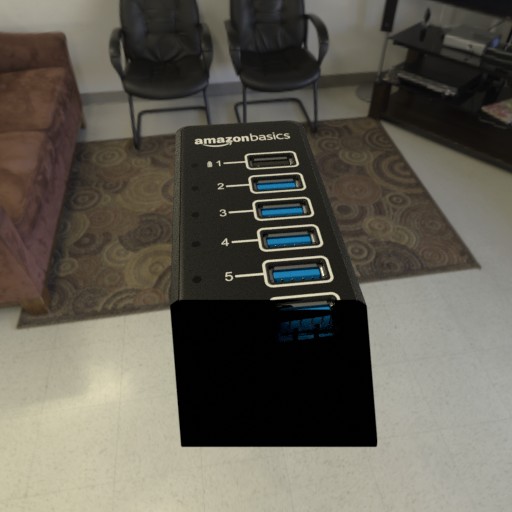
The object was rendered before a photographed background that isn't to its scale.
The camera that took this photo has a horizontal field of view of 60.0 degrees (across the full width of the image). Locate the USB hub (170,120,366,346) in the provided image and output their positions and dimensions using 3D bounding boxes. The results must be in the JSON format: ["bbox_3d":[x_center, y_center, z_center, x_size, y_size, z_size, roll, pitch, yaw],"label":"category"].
[{"bbox_3d":[0.000,0.000,0.125,0.044,0.023,0.110,-4,46,-4],"label":"USB hub"}]
